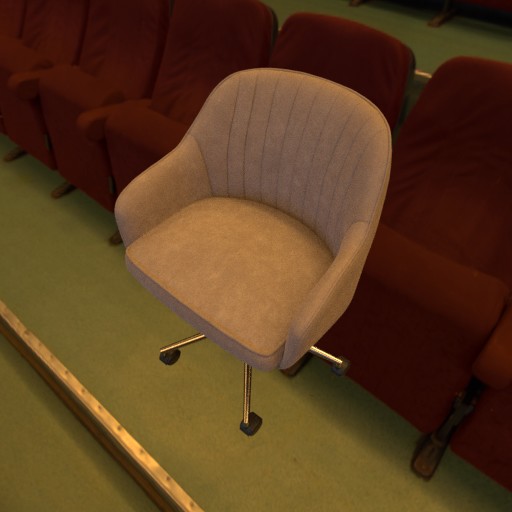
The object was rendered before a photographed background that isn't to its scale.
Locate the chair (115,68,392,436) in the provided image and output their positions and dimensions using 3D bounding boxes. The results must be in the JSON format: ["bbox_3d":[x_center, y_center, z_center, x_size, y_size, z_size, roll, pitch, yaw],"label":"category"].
[{"bbox_3d":[0.000,0.000,1.255,0.635,0.831,0.573,32,54,27],"label":"chair"}]
